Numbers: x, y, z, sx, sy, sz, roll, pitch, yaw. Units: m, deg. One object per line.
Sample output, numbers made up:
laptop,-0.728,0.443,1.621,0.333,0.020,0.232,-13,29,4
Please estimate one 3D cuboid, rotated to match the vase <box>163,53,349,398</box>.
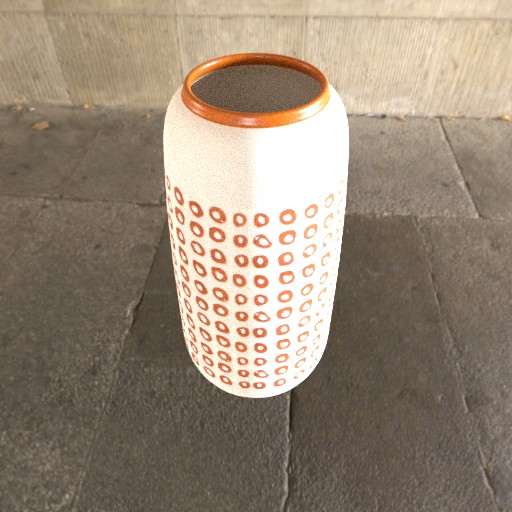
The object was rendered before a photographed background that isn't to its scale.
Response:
vase,0.000,0.000,0.350,0.133,0.282,0.133,0,45,0
